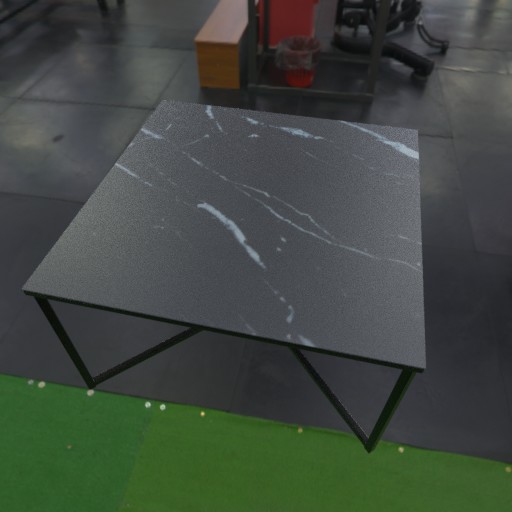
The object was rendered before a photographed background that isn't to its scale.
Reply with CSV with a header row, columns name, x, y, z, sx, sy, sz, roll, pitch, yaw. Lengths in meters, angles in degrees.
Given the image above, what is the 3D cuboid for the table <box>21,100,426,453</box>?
name,x,y,z,sx,sy,sz,roll,pitch,yaw
table,0.000,0.000,1.272,0.800,0.450,0.800,10,48,9
